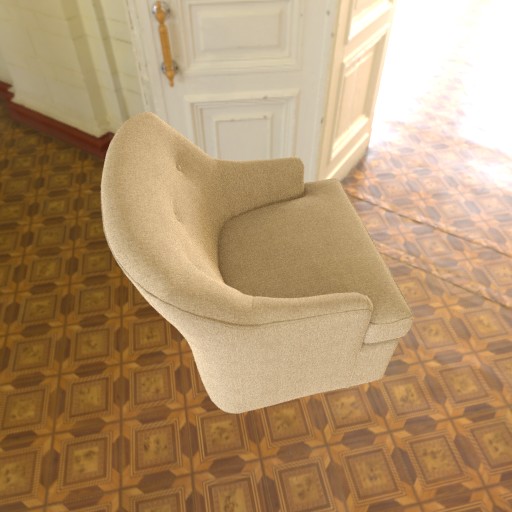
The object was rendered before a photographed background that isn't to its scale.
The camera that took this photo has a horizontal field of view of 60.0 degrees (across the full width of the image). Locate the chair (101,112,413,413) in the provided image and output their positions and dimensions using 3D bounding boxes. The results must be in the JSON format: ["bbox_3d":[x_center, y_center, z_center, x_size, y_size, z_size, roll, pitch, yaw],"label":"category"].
[{"bbox_3d":[0.000,0.000,1.629,0.923,0.856,0.864,-9,48,-8],"label":"chair"}]
